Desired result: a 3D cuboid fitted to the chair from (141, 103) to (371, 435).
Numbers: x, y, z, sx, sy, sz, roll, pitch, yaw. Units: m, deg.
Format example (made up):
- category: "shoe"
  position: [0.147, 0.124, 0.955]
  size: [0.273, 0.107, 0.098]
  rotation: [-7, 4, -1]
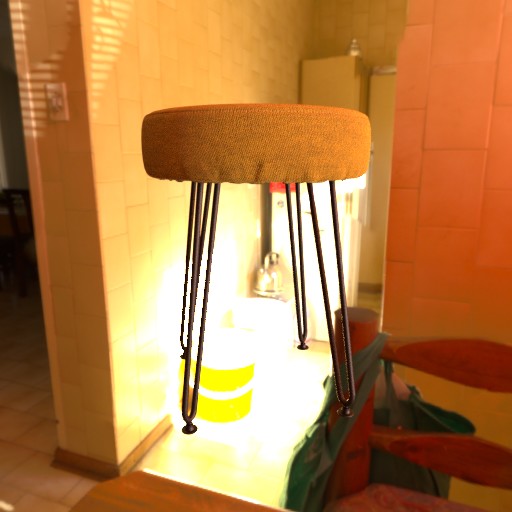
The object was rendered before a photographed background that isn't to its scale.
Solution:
- category: "chair"
  position: [0.000, 0.000, 0.728]
  size: [0.345, 0.455, 0.345]
  rotation: [-2, 13, -10]
